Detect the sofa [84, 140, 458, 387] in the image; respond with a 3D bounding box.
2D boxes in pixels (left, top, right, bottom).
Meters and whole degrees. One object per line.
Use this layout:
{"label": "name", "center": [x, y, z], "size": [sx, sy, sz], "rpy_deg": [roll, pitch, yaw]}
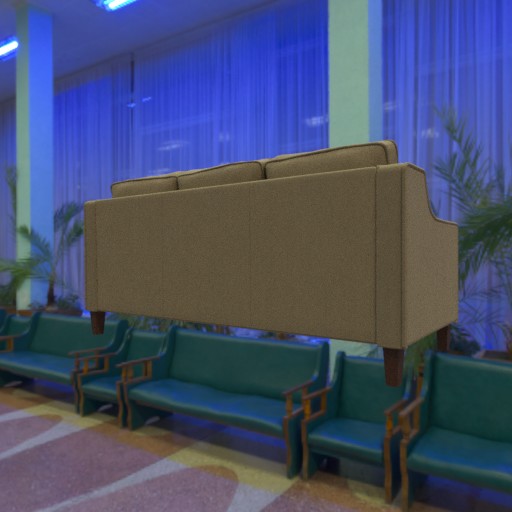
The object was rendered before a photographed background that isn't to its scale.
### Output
{"label": "sofa", "center": [0.000, 0.000, 2.541], "size": [1.986, 0.974, 0.911], "rpy_deg": [0, 0, 36]}
